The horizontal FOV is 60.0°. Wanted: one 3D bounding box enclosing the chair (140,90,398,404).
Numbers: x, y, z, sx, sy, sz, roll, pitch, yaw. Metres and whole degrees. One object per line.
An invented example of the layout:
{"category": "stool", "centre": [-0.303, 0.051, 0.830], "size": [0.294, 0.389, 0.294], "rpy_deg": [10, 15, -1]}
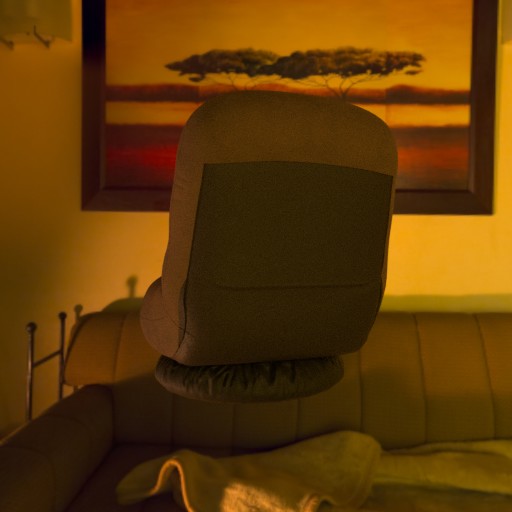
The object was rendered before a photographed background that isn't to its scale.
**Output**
{"category": "chair", "centre": [0.000, 0.000, 1.039], "size": [0.521, 0.594, 0.597], "rpy_deg": [0, 0, -18]}
